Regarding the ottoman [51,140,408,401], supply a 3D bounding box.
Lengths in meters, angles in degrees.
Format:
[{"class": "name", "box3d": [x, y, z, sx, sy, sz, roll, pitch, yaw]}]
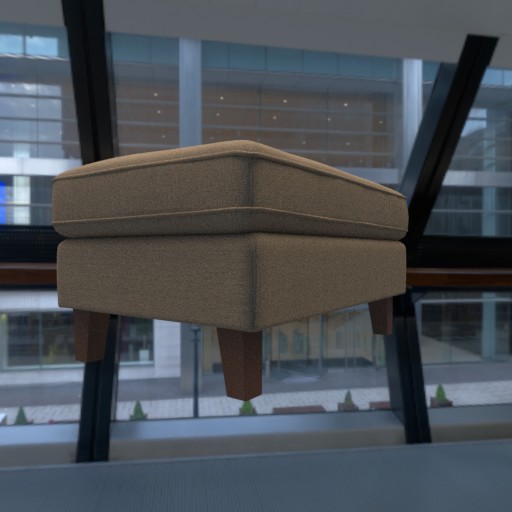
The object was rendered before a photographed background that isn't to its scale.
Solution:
[{"class": "ottoman", "box3d": [0.000, 0.000, 1.293, 0.636, 0.521, 0.945, 0, 1, 35]}]
